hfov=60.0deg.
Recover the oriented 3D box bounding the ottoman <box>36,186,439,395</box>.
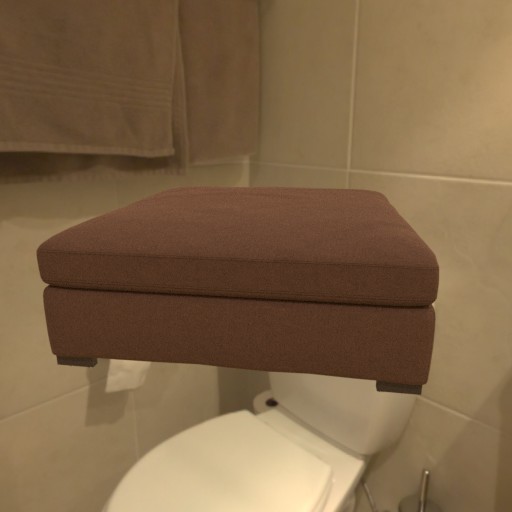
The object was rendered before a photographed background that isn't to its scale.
[{"bbox_3d":[0.000,0.000,1.819,1.181,0.470,1.181,2,16,8],"label":"ottoman"}]
